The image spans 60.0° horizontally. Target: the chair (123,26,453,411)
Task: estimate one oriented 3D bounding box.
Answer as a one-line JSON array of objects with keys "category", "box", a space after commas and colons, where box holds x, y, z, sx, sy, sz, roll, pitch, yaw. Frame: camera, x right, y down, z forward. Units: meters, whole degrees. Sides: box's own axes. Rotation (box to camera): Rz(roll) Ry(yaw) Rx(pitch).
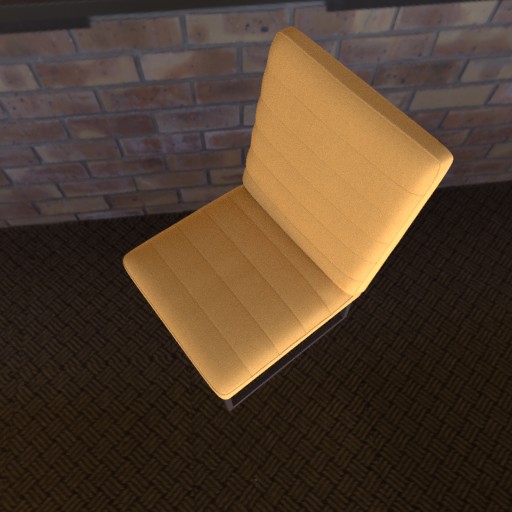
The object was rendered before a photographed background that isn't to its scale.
[{"category": "chair", "box": [0.000, 0.000, 1.279, 0.634, 0.930, 0.520, -35, 68, -16]}]
